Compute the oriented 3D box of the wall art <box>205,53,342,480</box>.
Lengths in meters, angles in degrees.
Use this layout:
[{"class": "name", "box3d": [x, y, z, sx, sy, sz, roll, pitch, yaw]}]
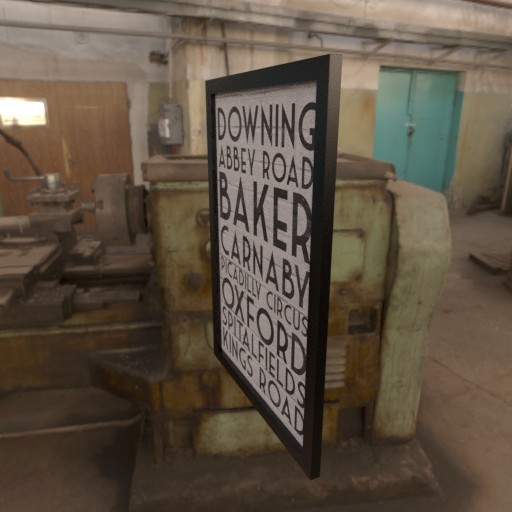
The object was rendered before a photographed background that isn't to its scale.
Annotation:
[{"class": "wall art", "box3d": [0.000, 0.000, 0.847, 0.019, 0.656, 0.462, -8, 19, -24]}]
